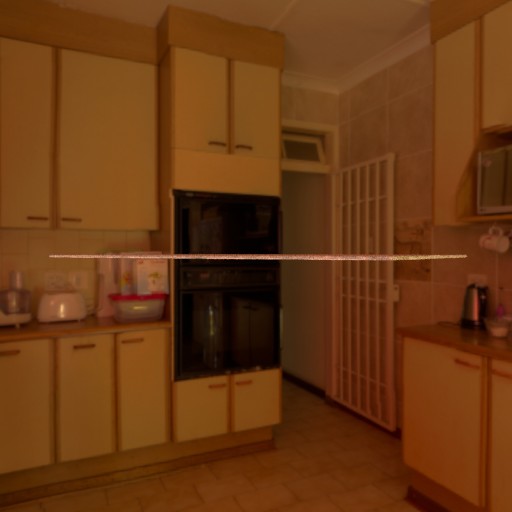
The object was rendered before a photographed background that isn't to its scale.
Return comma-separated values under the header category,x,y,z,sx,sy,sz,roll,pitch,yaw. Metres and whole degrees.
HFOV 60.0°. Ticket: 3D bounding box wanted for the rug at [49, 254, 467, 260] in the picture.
category,x,y,z,sx,sy,sz,roll,pitch,yaw
rug,0.000,0.000,2.318,1.819,0.012,1.208,0,0,35
